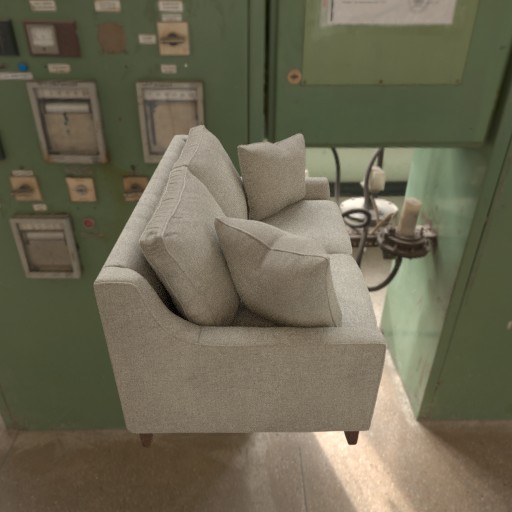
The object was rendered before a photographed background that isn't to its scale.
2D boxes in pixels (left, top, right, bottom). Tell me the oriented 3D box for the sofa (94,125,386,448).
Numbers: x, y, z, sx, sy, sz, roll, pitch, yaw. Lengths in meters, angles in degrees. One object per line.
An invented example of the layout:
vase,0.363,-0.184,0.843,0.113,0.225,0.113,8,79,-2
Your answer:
sofa,0.000,0.000,2.003,0.915,0.863,1.422,0,32,0
